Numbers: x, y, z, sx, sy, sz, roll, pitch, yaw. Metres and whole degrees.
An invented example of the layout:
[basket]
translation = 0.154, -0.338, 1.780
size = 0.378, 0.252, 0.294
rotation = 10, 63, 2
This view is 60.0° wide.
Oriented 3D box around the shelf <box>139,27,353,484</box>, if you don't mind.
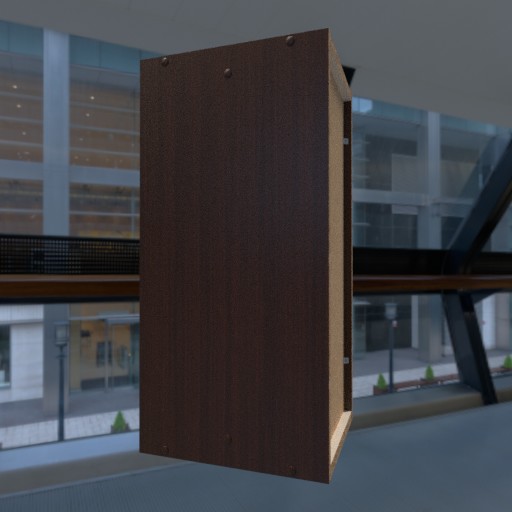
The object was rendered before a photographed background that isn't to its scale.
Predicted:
[shelf]
translation = 0.000, 0.000, 0.748
size = 0.290, 0.600, 0.253
rotation = 0, 0, 19
